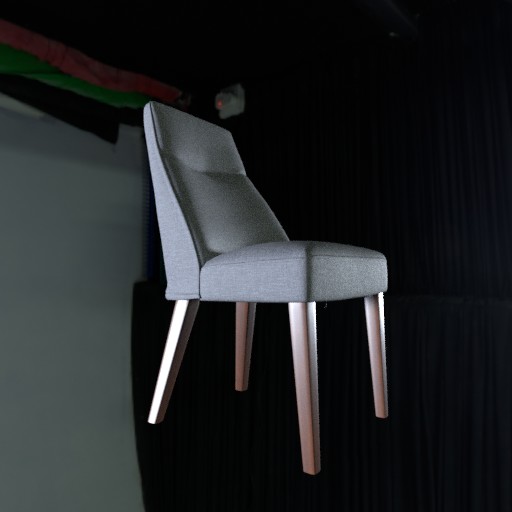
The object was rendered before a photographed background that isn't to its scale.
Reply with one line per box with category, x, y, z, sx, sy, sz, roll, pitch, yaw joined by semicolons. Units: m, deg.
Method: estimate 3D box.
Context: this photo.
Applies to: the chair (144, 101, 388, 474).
chair;0.000;0.000;1.291;0.620;0.930;0.500;-1;-2;35
